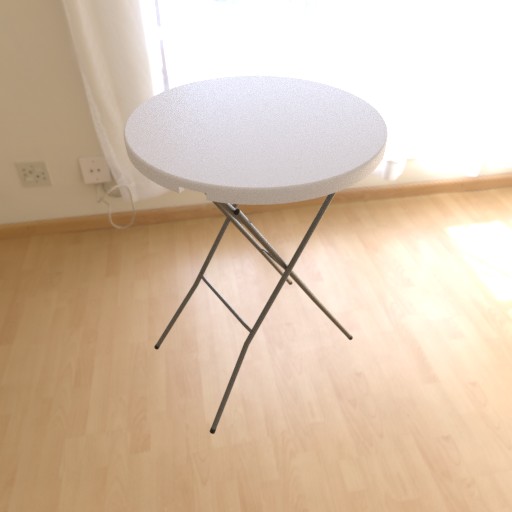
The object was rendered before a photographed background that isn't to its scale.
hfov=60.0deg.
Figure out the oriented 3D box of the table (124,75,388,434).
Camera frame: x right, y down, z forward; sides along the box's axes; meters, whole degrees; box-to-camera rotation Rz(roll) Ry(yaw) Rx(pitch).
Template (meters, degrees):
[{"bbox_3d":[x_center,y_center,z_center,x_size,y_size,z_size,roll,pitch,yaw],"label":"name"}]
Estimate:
[{"bbox_3d":[0.000,0.000,1.715,0.795,1.105,0.792,-25,47,-26],"label":"table"}]
